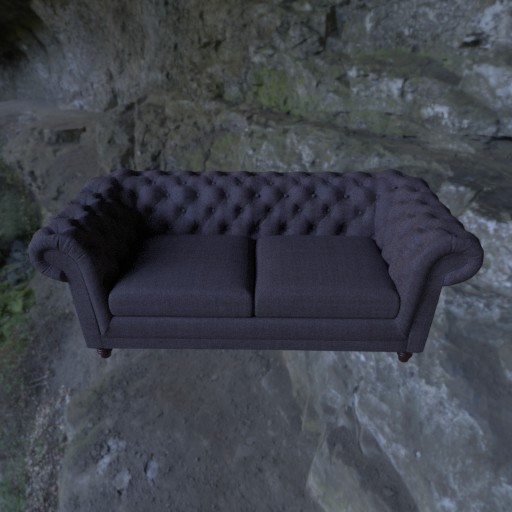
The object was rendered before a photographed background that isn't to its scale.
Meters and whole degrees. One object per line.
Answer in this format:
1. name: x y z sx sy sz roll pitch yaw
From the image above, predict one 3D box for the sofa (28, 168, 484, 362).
1. sofa: 0.000 0.000 2.493 2.048 0.780 0.944 1 30 1
